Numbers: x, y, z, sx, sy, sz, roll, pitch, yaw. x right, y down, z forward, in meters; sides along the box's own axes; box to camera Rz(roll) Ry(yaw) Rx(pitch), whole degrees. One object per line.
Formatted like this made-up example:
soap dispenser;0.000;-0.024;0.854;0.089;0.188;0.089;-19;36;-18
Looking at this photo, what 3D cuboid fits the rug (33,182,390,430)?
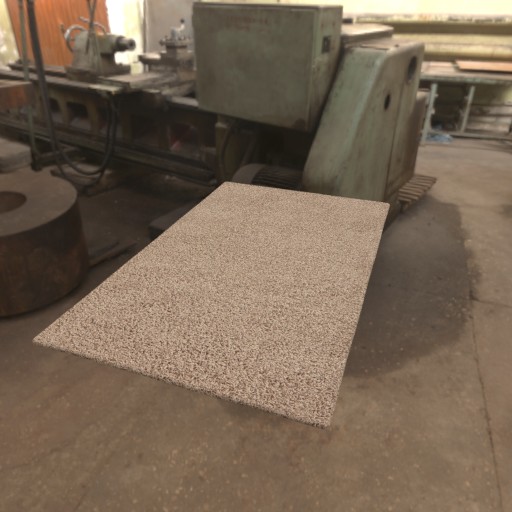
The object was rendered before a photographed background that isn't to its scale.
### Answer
rug;0.000;0.000;3.001;1.524;0.030;2.438;10;31;18
